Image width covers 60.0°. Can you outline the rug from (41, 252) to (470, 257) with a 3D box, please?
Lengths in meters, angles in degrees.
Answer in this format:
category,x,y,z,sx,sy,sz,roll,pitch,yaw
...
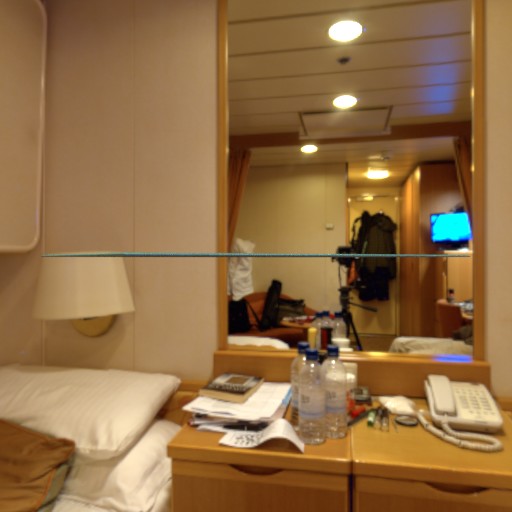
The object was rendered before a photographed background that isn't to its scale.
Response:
category,x,y,z,sx,sy,sz,roll,pitch,yaw
rug,0.000,0.000,2.778,2.205,0.012,1.554,0,0,-35
